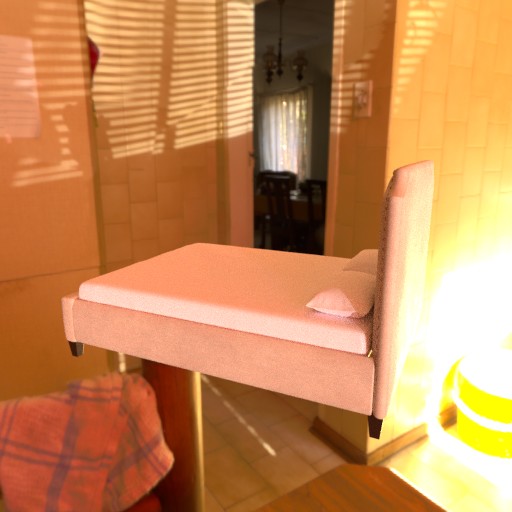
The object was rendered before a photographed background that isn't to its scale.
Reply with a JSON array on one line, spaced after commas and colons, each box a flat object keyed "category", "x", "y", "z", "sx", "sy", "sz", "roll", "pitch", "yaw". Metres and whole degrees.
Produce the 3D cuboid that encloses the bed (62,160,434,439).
[{"category": "bed", "x": 0.000, "y": 0.000, "z": 3.408, "sx": 2.372, "sy": 1.443, "sz": 1.712, "roll": 7, "pitch": 15, "yaw": 25}]
